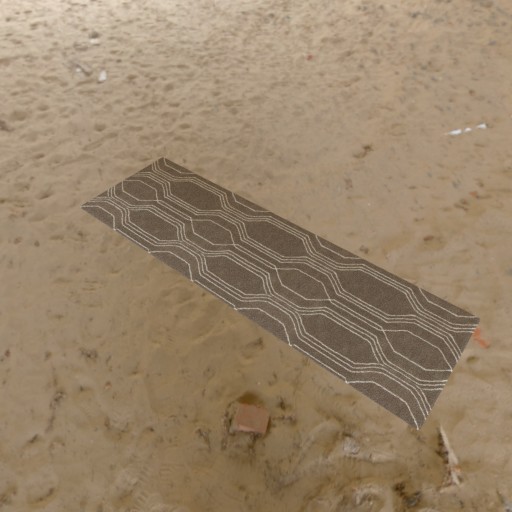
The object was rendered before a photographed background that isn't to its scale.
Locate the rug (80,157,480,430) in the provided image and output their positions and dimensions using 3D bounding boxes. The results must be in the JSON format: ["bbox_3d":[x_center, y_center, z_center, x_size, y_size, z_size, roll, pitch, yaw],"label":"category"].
[{"bbox_3d":[0.000,0.000,2.697,2.464,0.012,0.773,30,53,26],"label":"rug"}]
